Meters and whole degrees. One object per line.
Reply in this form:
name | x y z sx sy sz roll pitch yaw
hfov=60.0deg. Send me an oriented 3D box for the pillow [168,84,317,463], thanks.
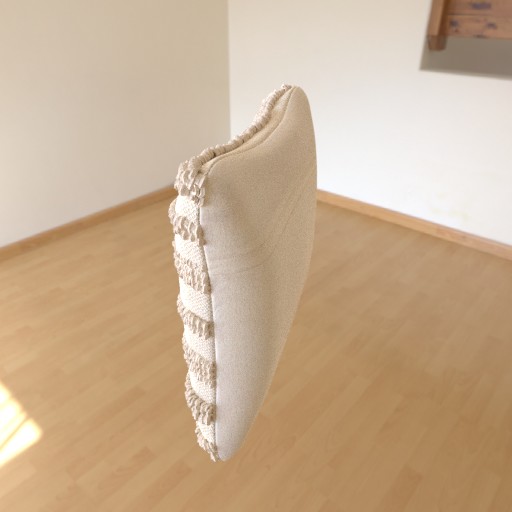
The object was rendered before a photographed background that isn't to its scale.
pillow | 0.000 0.000 0.667 0.145 0.427 0.437 8 32 14
